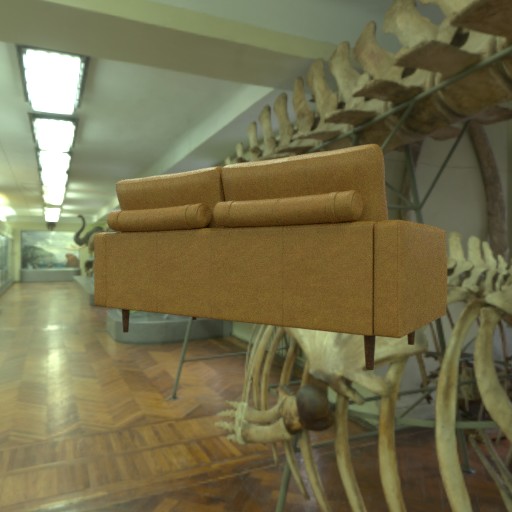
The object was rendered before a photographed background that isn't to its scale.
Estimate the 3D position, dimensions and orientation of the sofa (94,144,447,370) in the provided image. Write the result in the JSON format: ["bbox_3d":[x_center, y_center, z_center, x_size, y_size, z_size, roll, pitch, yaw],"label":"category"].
[{"bbox_3d":[0.000,0.000,2.415,1.821,0.898,0.850,0,0,35],"label":"sofa"}]
